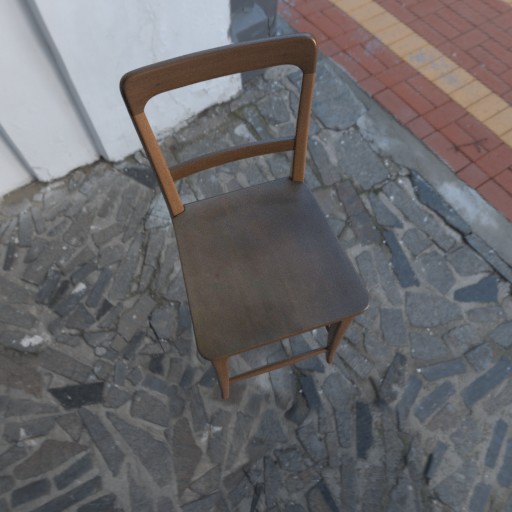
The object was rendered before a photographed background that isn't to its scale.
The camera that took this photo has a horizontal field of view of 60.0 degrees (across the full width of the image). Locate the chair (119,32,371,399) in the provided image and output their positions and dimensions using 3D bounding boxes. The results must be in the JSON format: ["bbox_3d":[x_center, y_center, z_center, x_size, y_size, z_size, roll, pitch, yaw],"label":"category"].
[{"bbox_3d":[0.000,0.000,1.270,0.450,0.991,0.546,-16,65,-8],"label":"chair"}]
